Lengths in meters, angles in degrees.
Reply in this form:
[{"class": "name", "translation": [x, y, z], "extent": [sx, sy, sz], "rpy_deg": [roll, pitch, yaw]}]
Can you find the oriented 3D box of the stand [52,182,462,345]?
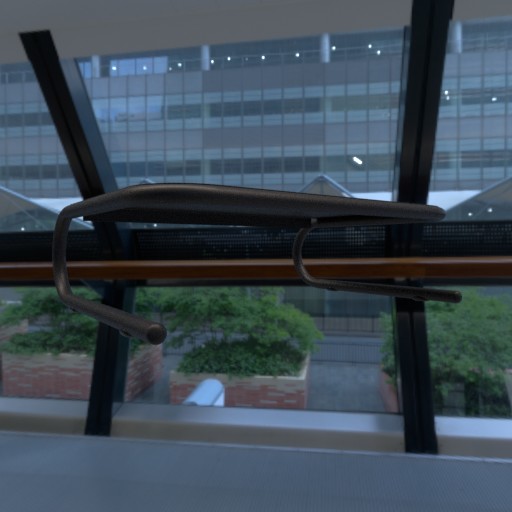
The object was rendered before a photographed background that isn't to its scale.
[{"class": "stand", "translation": [0.000, 0.000, 0.497], "extent": [0.370, 0.108, 0.280], "rpy_deg": [-1, 1, -36]}]
